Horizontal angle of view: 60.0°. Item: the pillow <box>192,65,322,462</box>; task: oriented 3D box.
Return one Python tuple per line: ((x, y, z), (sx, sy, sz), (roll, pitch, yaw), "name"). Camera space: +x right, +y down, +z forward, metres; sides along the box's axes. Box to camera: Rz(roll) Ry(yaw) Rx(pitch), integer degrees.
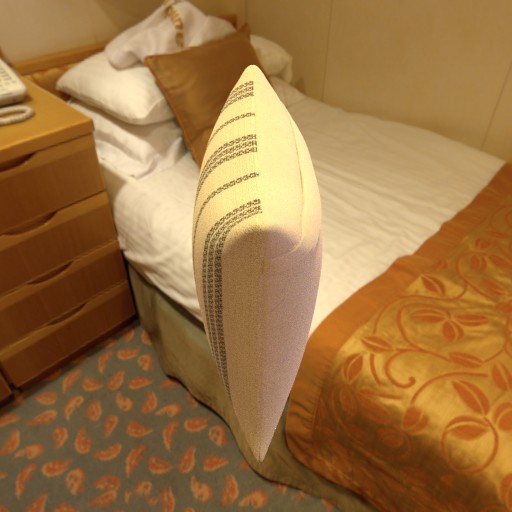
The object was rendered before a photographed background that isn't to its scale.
((0.000, 0.000, 0.634), (0.173, 0.406, 0.405), (-1, 41, -1), "pillow")
